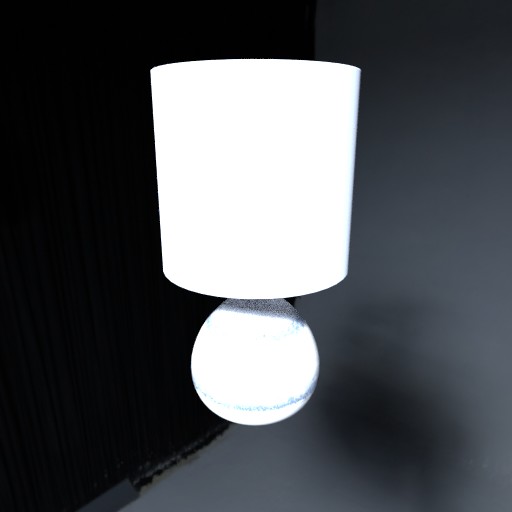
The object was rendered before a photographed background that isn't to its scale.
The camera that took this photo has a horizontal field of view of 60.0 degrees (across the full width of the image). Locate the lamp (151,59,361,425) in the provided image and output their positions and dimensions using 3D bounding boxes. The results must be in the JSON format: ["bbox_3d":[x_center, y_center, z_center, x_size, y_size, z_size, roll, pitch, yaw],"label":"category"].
[{"bbox_3d":[0.000,0.000,0.527,0.216,0.404,0.216,16,23,42],"label":"lamp"}]
